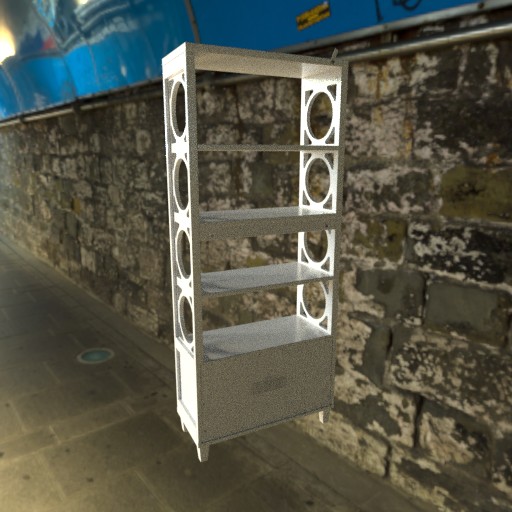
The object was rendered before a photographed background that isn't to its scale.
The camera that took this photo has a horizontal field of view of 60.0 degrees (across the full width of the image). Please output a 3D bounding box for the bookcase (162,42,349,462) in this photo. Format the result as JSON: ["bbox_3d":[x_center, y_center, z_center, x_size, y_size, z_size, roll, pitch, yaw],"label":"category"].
[{"bbox_3d":[0.000,0.000,2.167,0.761,1.869,0.361,-6,14,-26],"label":"bookcase"}]
